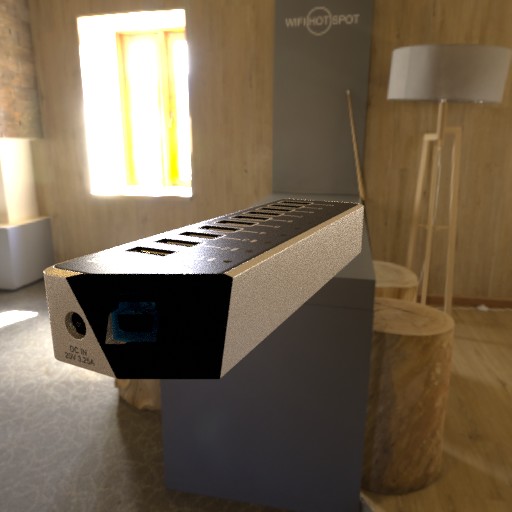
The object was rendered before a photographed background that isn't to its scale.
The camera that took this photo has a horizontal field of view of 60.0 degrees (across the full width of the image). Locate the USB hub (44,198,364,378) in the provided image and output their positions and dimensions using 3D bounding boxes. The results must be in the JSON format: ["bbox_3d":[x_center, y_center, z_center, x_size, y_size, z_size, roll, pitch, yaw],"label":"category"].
[{"bbox_3d":[0.000,0.000,0.160,0.044,0.023,0.145,7,16,26],"label":"USB hub"}]
